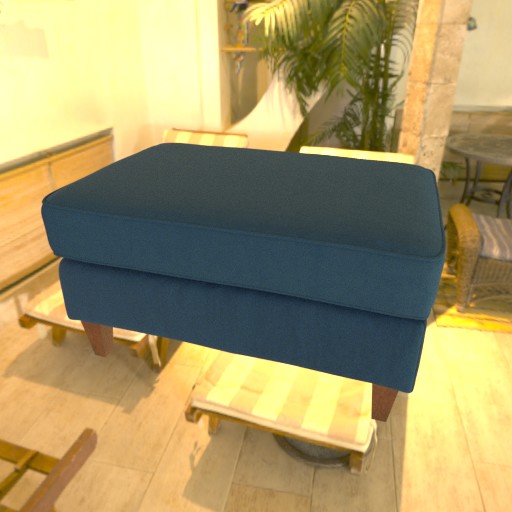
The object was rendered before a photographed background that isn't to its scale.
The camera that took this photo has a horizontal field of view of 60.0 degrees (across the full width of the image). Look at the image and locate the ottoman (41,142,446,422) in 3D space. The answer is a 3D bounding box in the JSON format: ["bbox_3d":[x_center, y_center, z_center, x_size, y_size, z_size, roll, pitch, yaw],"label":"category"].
[{"bbox_3d":[0.000,0.000,1.187,0.862,0.484,0.583,8,29,15],"label":"ottoman"}]
